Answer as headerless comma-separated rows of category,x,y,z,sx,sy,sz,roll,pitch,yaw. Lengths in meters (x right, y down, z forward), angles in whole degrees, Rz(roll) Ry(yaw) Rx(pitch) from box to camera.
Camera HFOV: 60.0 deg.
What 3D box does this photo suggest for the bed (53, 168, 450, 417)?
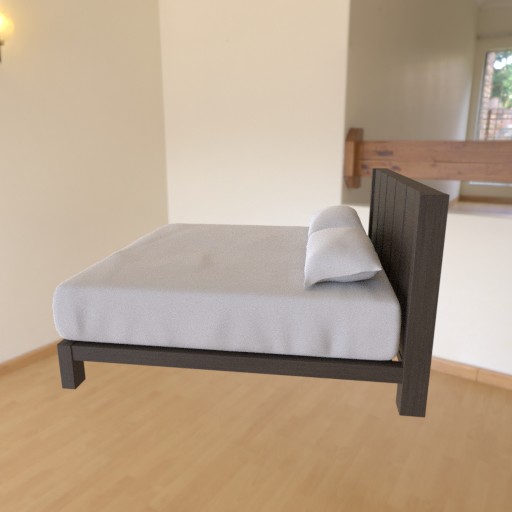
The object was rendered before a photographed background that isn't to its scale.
bed,0.000,0.000,3.527,2.238,1.261,2.143,2,15,8
